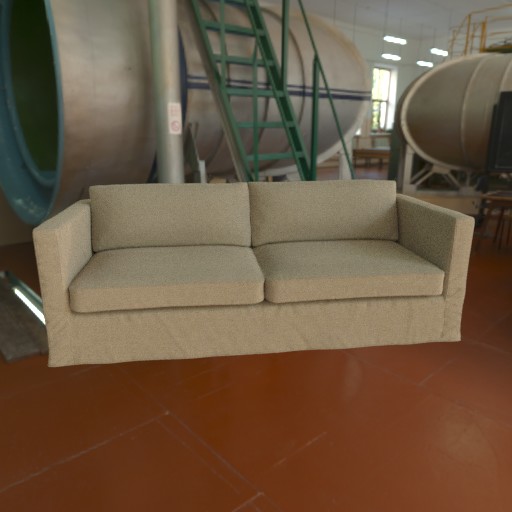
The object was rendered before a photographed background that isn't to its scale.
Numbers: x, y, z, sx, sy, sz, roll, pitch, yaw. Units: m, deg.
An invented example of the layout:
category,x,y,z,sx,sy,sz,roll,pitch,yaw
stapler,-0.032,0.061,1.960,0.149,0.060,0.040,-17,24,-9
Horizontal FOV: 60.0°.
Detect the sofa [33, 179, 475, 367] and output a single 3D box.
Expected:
category,x,y,z,sx,sy,sz,roll,pitch,yaw
sofa,0.000,0.000,2.725,2.296,0.847,0.956,-2,16,-7
